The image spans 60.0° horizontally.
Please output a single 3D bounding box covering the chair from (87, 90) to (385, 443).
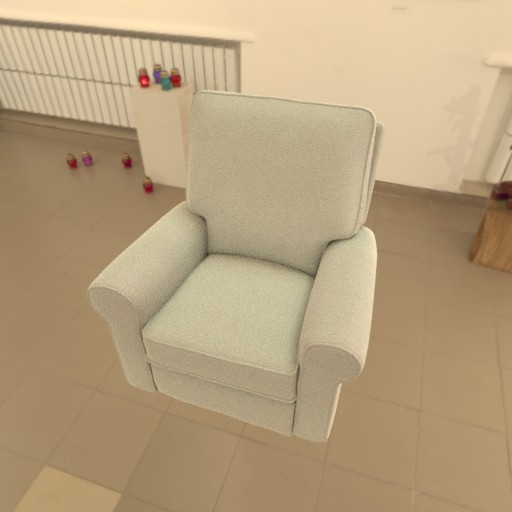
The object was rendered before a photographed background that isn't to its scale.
[{"bbox_3d":[0.000,0.000,1.640,0.890,0.960,0.878,12,43,13],"label":"chair"}]
